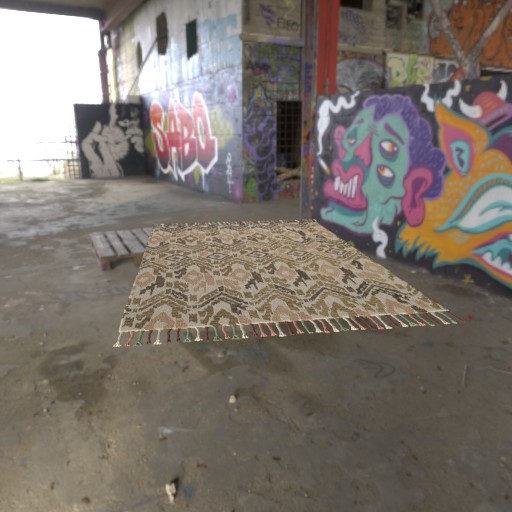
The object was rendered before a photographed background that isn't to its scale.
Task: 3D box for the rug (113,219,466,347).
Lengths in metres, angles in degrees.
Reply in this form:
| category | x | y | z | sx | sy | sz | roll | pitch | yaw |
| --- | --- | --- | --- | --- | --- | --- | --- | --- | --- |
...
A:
| category | x | y | z | sx | sy | sz | roll | pitch | yaw |
| --- | --- | --- | --- | --- | --- | --- | --- | --- | --- |
| rug | 0.000 | 0.000 | 2.961 | 1.524 | 0.008 | 2.438 | -2 | 16 | -9 |
